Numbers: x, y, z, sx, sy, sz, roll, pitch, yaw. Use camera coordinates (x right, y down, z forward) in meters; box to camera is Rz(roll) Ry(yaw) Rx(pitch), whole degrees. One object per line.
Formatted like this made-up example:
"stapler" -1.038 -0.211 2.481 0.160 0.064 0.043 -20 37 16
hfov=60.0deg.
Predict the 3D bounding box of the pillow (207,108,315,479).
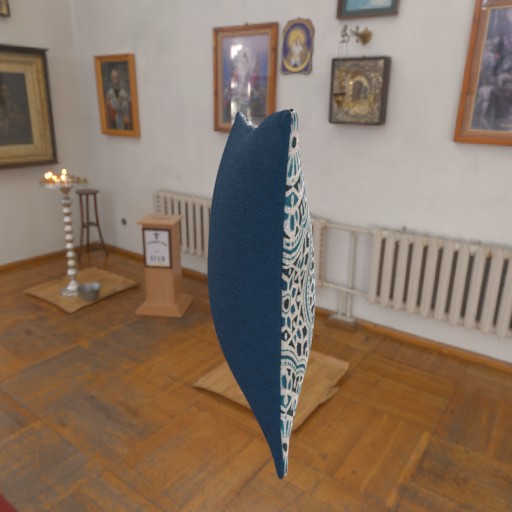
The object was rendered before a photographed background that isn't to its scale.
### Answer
"pillow" 0.000 0.000 0.666 0.145 0.420 0.440 -3 17 -8
